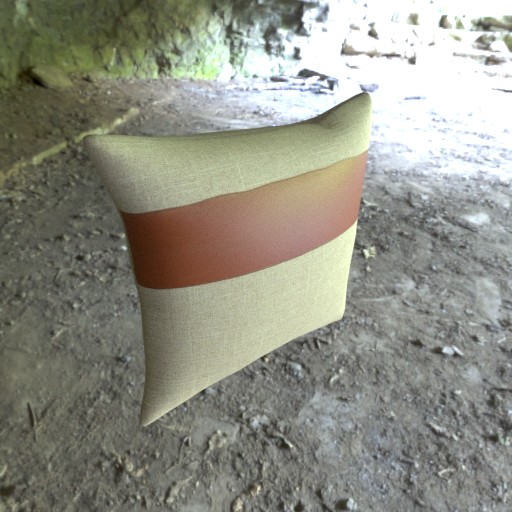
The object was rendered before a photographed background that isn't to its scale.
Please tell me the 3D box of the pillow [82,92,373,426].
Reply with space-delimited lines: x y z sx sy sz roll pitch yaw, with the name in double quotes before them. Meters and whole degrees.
"pillow" 0.000 0.000 0.623 0.414 0.399 0.173 -21 35 -33
